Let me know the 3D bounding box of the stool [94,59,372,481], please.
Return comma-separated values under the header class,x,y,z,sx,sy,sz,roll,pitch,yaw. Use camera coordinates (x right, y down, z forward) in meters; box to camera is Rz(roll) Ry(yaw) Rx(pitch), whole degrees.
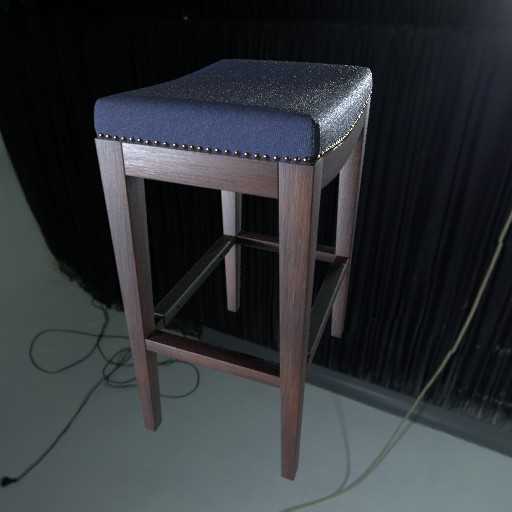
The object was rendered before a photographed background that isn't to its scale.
class,x,y,z,sx,sy,sz,roll,pitch,yaw
stool,0.000,0.000,0.977,0.358,0.740,0.498,11,33,18
